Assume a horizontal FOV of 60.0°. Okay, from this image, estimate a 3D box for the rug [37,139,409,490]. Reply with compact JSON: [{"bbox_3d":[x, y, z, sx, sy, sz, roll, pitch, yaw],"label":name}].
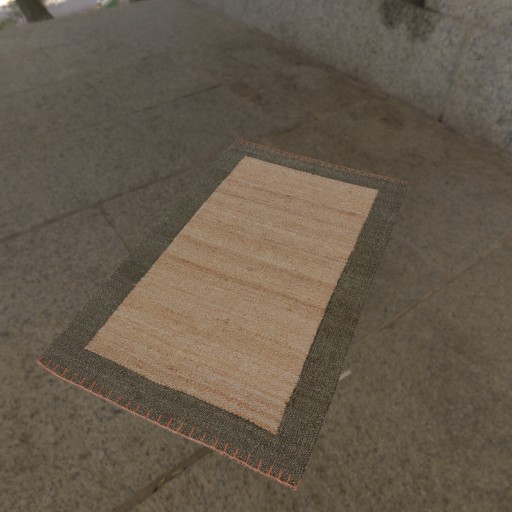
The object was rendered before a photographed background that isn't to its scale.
[{"bbox_3d":[0.000,0.000,2.889,1.521,0.006,2.435,18,49,17],"label":"rug"}]
